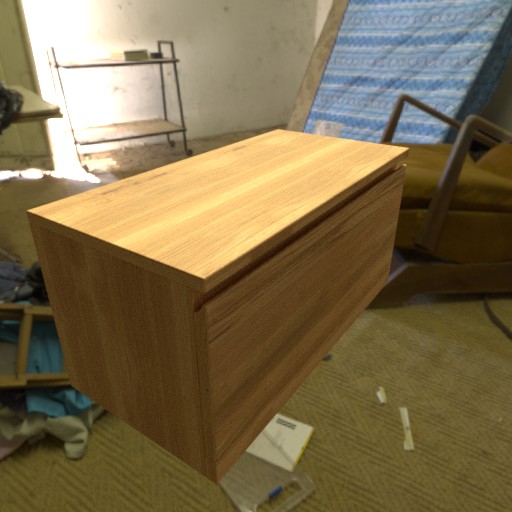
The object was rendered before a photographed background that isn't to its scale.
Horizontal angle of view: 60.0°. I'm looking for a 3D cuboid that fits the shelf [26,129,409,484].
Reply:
[{"bbox_3d":[0.000,0.000,1.038,0.400,0.400,0.800,18,33,30],"label":"shelf"}]
